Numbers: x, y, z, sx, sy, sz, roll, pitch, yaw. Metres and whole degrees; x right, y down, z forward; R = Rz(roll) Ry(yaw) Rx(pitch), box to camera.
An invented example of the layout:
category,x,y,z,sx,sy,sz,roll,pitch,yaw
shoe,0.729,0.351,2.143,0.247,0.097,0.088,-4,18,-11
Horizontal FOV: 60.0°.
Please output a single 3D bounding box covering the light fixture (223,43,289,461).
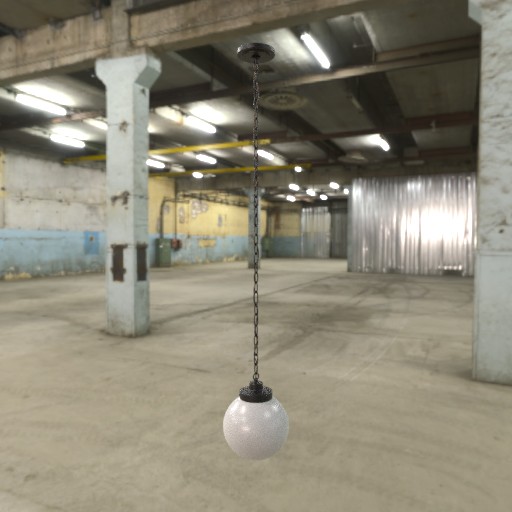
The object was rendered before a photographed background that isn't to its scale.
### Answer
category,x,y,z,sx,sy,sz,roll,pitch,yaw
light fixture,0.000,0.000,2.039,0.305,1.867,0.304,-1,1,-37
